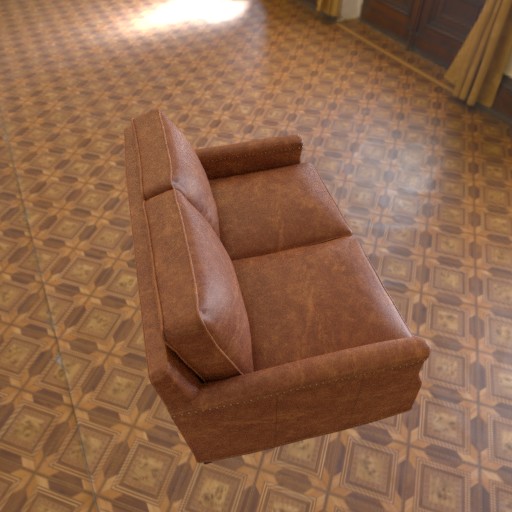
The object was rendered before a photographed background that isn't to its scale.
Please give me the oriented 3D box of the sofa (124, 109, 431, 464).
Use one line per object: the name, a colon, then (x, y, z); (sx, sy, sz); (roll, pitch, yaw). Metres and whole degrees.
sofa: (0.000, 0.000, 2.191); (1.084, 1.003, 1.597); (-11, 48, -10)
